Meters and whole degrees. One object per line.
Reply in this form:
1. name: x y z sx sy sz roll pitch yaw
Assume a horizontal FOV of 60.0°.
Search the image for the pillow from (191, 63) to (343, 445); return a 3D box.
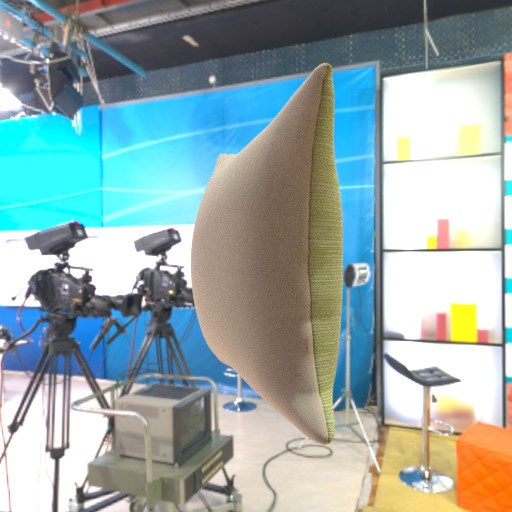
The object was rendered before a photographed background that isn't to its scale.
1. pillow: 0.000 0.000 0.811 0.229 0.487 0.560 0 -1 -19
